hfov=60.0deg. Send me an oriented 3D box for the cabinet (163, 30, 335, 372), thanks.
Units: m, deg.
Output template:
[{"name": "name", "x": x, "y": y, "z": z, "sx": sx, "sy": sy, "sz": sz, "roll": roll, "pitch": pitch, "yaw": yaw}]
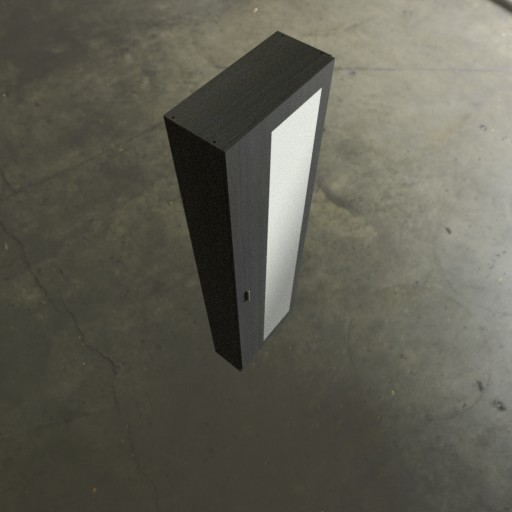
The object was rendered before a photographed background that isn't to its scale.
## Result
[{"name": "cabinet", "x": 0.000, "y": 0.000, "z": 1.998, "sx": 0.230, "sy": 1.790, "sz": 0.500, "roll": 34, "pitch": 64, "yaw": 20}]
